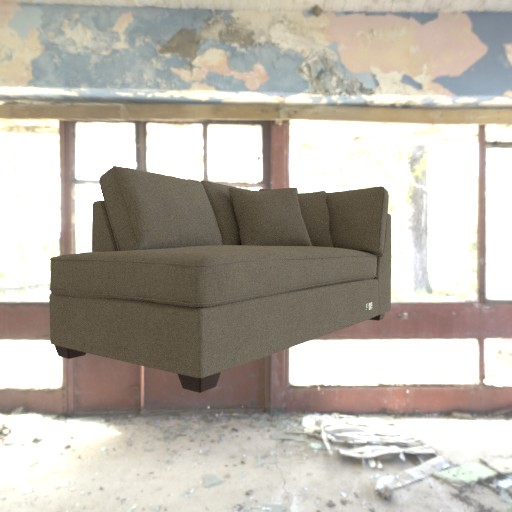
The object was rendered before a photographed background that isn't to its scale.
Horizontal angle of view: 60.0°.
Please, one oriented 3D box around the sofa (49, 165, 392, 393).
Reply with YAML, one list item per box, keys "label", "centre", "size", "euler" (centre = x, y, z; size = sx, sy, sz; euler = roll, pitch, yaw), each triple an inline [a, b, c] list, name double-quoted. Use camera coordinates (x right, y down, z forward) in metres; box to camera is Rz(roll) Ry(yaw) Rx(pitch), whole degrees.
- label: "sofa"
  centre: [0.000, 0.000, 2.868]
  size: [1.110, 1.019, 2.238]
  euler: [1, 2, 36]
